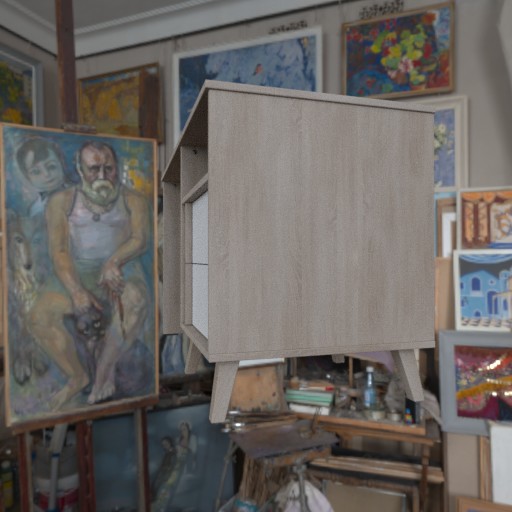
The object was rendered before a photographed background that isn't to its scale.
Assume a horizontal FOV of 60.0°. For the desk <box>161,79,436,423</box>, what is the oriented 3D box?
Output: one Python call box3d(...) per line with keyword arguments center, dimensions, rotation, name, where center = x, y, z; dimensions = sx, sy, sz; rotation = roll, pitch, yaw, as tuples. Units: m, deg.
box3d(center=(0.000, 0.000, 1.657), dimensions=(0.600, 0.770, 1.251), rotation=(0, 0, -16), name="desk")
